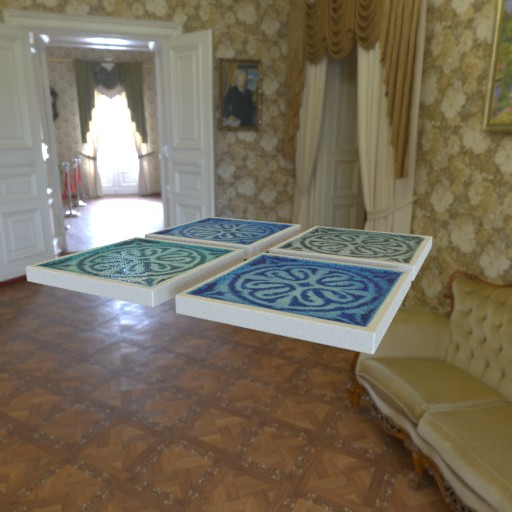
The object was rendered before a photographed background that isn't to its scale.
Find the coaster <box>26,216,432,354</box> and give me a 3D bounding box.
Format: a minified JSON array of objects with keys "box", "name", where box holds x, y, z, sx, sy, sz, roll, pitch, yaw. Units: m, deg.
[{"box":[0.000,0.000,0.324,0.219,0.010,0.214,7,16,26],"name":"coaster"}]
